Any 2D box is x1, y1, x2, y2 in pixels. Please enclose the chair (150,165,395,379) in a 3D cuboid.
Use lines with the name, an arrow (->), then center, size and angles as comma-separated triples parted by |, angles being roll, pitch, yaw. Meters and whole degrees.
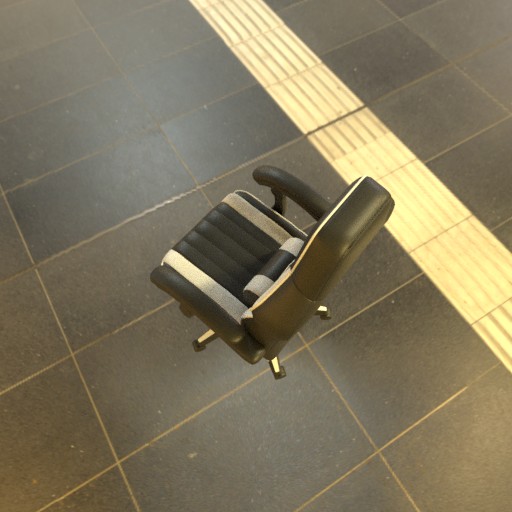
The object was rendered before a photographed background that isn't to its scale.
chair -> 0.000, 0.000, 1.644 | 0.700, 1.200, 0.676 | 36, 68, 17
